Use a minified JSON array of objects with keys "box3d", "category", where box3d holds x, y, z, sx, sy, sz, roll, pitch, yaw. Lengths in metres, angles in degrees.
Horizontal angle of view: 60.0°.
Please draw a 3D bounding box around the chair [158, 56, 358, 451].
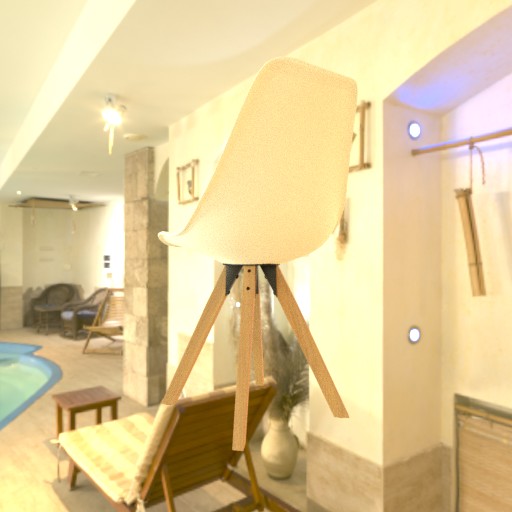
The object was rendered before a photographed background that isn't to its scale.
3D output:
[{"box3d":[0.000,0.000,1.209,0.485,0.849,0.550,0,0,-36],"category":"chair"}]
